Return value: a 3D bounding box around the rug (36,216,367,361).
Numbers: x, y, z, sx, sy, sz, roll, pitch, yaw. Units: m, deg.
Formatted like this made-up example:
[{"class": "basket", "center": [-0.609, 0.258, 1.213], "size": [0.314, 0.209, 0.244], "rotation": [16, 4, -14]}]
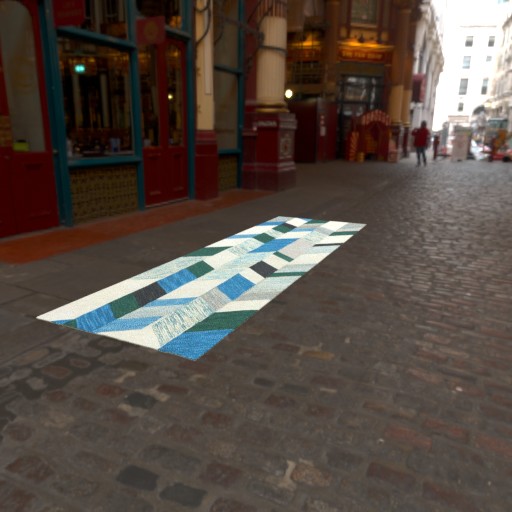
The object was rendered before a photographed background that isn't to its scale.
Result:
[{"class": "rug", "center": [0.000, 0.000, 2.672], "size": [0.774, 0.008, 2.437], "rotation": [8, 18, 26]}]
